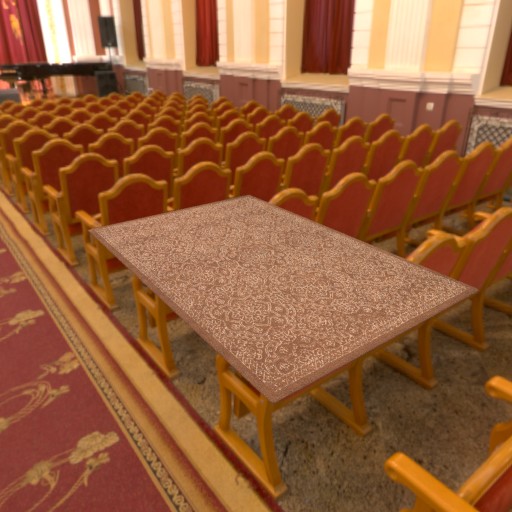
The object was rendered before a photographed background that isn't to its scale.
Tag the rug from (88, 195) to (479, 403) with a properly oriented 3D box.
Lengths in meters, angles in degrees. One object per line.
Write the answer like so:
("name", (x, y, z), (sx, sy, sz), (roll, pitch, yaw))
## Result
("rug", (0.000, 0.000, 2.980), (1.524, 0.011, 2.286), (-17, 30, -33))
